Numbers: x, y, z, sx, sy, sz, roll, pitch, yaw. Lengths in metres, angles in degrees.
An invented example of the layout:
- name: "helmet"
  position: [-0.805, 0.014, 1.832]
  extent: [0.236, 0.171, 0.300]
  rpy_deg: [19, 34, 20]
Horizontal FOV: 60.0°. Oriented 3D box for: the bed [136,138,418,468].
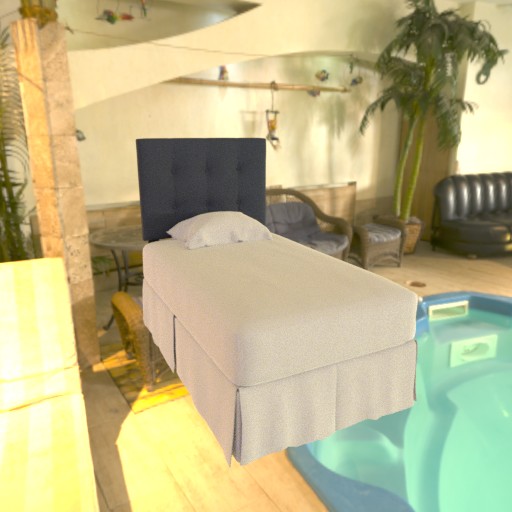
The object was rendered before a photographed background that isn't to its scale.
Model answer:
- name: "bed"
  position: [0.000, 0.000, 3.083]
  extent: [1.261, 1.571, 1.997]
  rpy_deg: [-8, 17, -26]
